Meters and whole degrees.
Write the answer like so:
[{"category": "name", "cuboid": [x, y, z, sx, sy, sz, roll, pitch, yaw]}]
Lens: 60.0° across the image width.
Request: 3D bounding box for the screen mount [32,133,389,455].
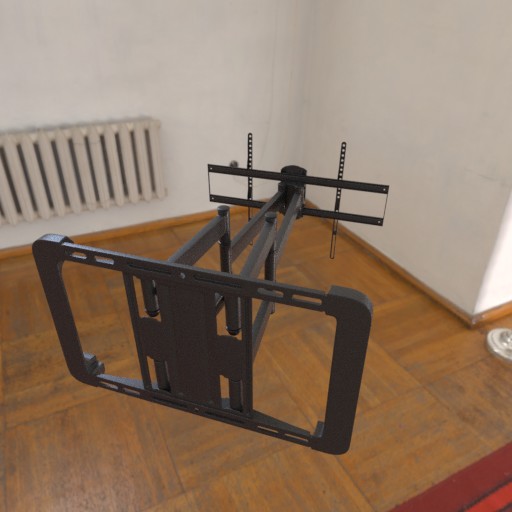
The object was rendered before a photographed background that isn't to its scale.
[{"category": "screen mount", "cuboid": [0.000, 0.000, 1.336, 0.725, 0.483, 0.905, 10, 33, 16]}]
